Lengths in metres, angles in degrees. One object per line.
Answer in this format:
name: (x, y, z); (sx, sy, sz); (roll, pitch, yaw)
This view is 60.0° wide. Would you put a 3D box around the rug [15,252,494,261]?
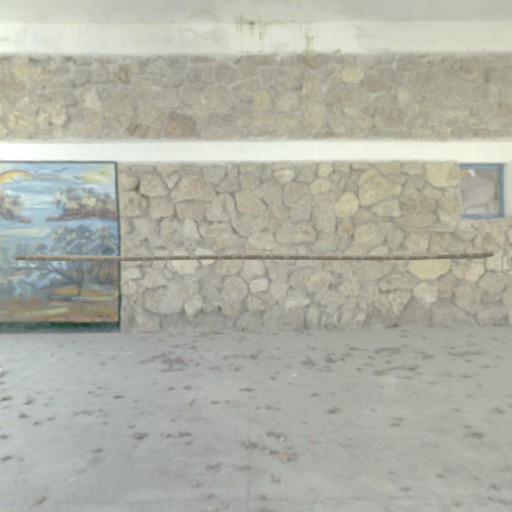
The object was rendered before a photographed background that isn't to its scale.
rug: (0.000, 0.000, 2.626); (2.452, 0.051, 0.752); (0, 1, 0)
